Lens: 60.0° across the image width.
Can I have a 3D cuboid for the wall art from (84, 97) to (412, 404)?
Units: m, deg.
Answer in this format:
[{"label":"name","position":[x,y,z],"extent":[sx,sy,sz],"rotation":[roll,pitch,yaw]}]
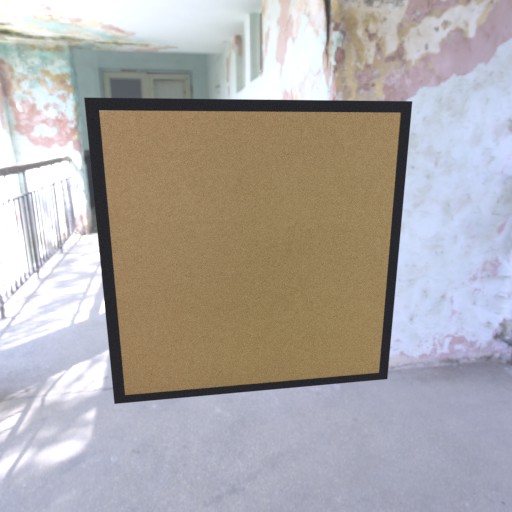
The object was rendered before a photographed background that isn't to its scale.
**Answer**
[{"label":"wall art","position":[0.000,0.000,0.763],"extent":[0.508,0.507,0.033],"rotation":[-2,16,-9]}]
